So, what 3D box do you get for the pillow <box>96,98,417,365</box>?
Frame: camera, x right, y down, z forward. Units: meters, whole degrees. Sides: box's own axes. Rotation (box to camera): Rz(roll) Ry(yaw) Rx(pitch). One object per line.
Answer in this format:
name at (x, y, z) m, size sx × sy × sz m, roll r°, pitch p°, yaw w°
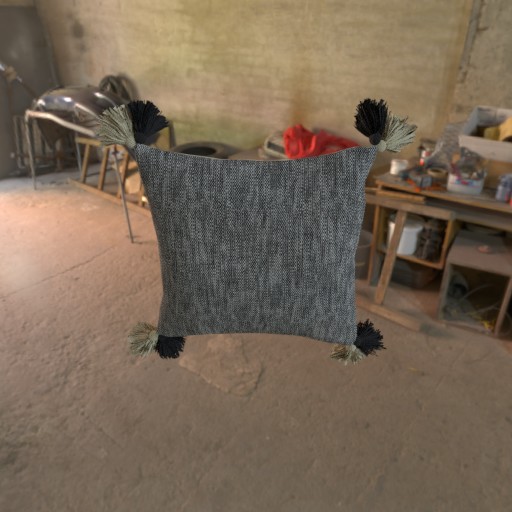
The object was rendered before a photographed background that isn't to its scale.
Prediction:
pillow at (0.000, 0.000, 0.972) m, size 0.654 × 0.659 × 0.170 m, roll 1°, pitch 29°, yaw 2°
